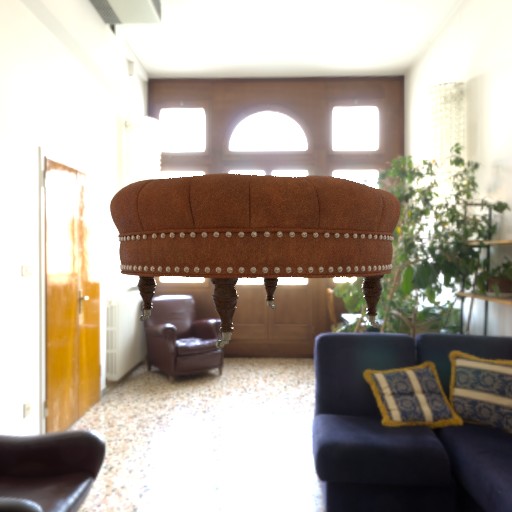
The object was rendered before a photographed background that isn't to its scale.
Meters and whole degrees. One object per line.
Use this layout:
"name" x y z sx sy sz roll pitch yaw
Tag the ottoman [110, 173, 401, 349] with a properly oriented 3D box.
"ottoman" 0.000 0.000 1.442 0.901 0.444 0.901 0 0 0
